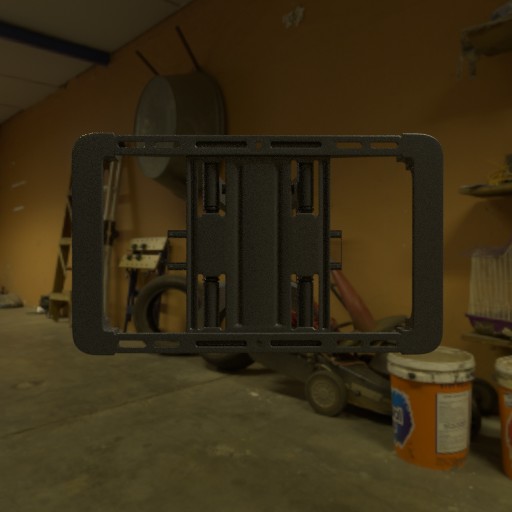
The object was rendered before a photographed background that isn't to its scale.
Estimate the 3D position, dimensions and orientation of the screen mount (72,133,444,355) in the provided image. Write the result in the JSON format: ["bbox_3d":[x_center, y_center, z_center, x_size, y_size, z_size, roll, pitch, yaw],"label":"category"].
[{"bbox_3d":[0.000,0.000,1.316,0.725,0.483,0.905,0,0,-1],"label":"screen mount"}]
